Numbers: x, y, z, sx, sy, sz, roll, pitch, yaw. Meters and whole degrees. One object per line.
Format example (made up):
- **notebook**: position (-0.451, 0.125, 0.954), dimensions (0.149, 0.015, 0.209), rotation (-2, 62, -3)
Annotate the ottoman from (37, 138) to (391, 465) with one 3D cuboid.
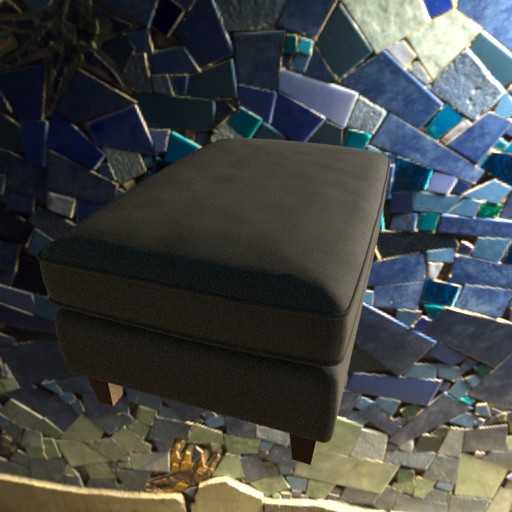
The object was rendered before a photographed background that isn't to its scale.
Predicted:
- **ottoman**: position (0.000, 0.000, 1.243), dimensions (0.636, 0.480, 0.941), rotation (9, 30, 16)
